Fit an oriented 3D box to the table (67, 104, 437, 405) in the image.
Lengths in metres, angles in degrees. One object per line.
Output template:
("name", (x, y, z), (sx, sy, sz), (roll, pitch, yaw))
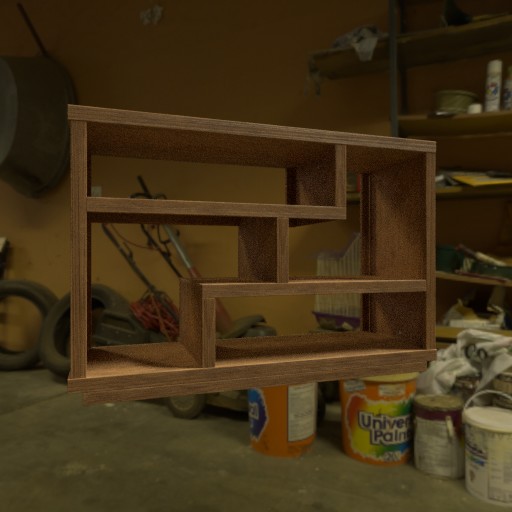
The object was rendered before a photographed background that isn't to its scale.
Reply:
("table", (0.000, 0.000, 1.506), (1.151, 0.771, 0.410), (0, 0, -19))
